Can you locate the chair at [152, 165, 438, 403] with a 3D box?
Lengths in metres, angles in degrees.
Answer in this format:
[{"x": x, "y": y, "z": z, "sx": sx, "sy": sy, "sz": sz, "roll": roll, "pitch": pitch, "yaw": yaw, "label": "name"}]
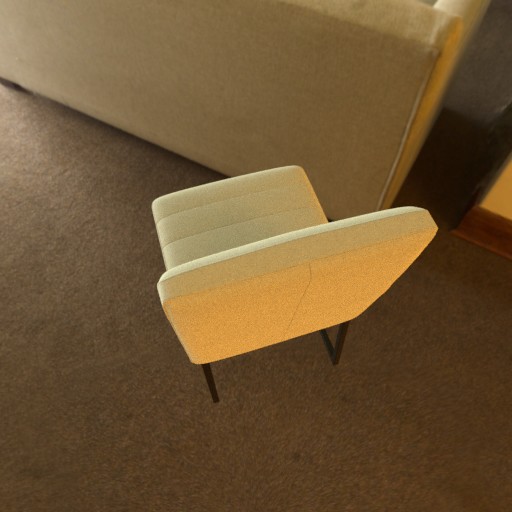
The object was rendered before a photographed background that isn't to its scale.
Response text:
[{"x": 0.000, "y": 0.000, "z": 1.288, "sx": 0.520, "sy": 0.930, "sz": 0.634, "roll": -15, "pitch": 60, "yaw": -9, "label": "chair"}]
